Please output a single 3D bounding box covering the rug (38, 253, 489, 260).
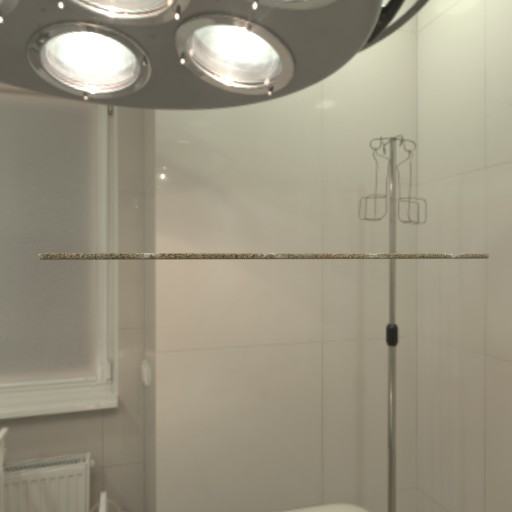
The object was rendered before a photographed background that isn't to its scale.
[{"bbox_3d":[0.000,0.000,2.999,2.438,0.030,1.524,0,0,-17],"label":"rug"}]
